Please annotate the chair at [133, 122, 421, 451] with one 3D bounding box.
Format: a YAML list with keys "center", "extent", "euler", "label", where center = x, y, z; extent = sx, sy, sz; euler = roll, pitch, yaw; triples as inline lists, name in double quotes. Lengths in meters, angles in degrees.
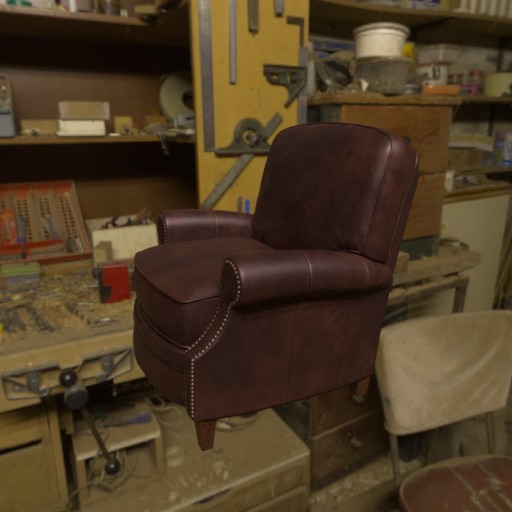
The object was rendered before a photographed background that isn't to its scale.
- center: [0.000, 0.000, 1.755]
  extent: [0.986, 1.018, 0.936]
  euler: [-8, 18, -25]
  label: "chair"
